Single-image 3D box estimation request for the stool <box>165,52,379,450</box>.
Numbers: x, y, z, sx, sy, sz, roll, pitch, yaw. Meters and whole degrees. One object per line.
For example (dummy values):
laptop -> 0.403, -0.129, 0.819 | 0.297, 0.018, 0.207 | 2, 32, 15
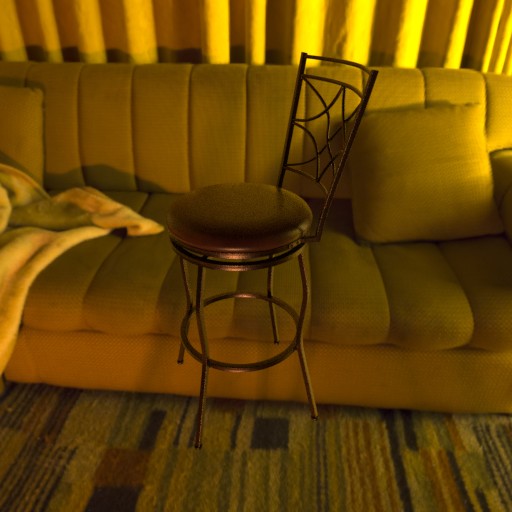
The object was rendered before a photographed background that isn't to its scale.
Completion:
stool -> 0.000, 0.000, 1.385 | 0.534, 1.117, 0.434 | -8, 31, -14
